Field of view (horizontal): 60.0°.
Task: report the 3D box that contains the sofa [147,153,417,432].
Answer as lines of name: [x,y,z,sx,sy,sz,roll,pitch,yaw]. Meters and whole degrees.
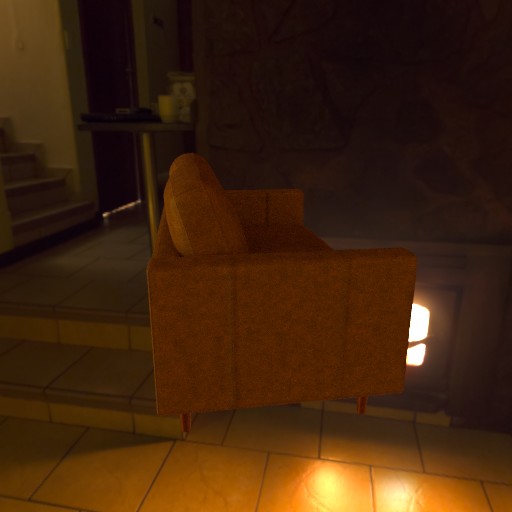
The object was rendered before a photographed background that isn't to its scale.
sofa: [0.000,0.000,2.191,0.909,0.951,1.578,-3,17,-9]
